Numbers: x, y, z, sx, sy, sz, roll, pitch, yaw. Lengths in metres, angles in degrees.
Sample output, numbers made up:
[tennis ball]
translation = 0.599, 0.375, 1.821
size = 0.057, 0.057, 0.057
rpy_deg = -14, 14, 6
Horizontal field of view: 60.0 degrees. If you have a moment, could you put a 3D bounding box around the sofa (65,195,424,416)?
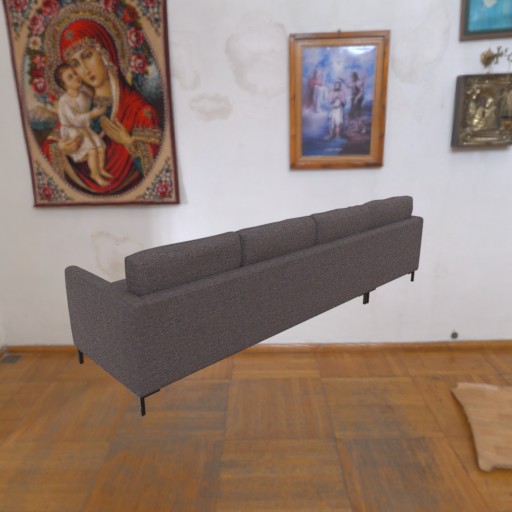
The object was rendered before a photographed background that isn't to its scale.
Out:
[sofa]
translation = 0.000, 0.000, 3.238
size = 2.731, 0.754, 1.258
rpy_deg = -15, 22, -42
